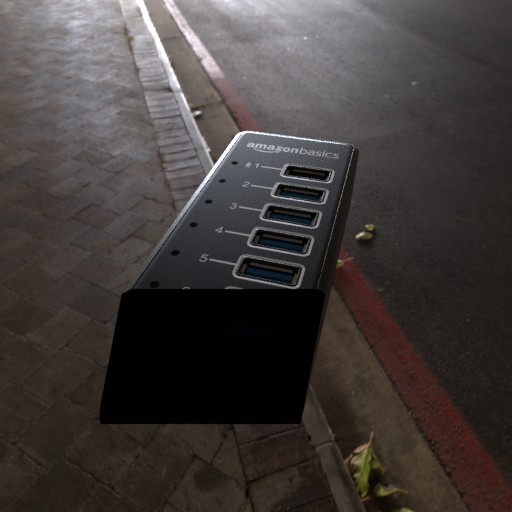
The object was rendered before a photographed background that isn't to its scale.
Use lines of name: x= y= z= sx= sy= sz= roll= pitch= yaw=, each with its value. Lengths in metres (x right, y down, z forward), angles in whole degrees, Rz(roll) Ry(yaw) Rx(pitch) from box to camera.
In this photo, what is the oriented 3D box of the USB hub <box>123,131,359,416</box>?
USB hub: x=0.000 y=0.000 z=0.126 sx=0.044 sy=0.023 sz=0.110 roll=11 pitch=42 yaw=12
